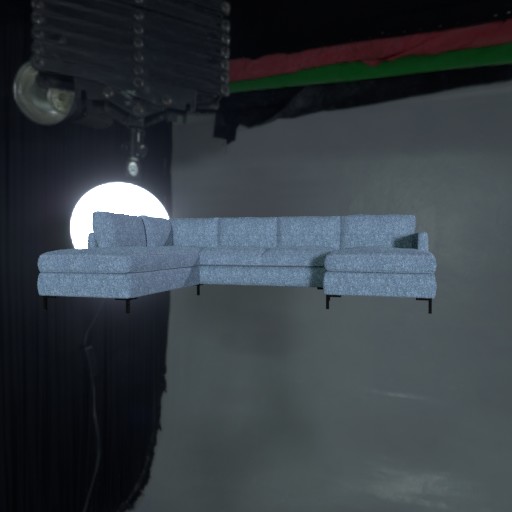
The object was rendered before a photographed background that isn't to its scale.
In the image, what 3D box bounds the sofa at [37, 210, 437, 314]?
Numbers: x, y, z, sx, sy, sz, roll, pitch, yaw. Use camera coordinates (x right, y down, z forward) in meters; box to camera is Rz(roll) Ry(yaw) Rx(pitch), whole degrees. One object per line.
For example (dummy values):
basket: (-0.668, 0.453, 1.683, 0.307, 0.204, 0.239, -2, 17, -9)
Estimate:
sofa: (0.000, 0.000, 3.664, 2.737, 0.756, 1.879, 0, 2, 17)
